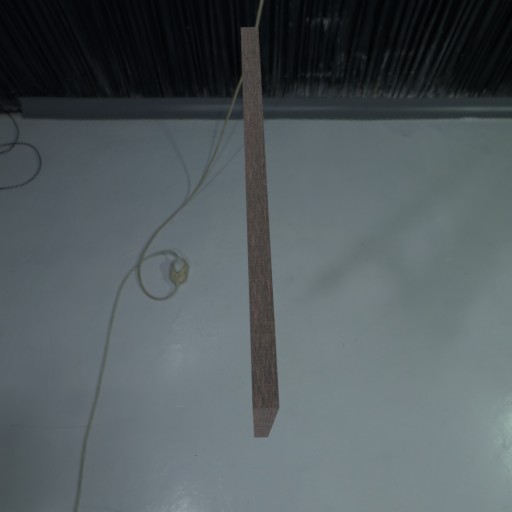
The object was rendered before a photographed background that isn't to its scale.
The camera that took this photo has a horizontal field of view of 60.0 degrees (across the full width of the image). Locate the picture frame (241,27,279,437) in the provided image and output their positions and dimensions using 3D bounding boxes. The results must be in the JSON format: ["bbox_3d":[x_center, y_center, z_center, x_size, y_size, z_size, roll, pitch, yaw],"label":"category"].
[{"bbox_3d":[0.000,0.000,0.754,0.026,0.455,0.546,-2,64,-1],"label":"picture frame"}]
